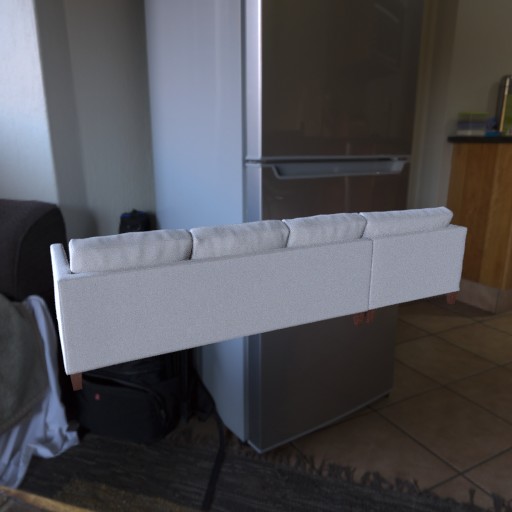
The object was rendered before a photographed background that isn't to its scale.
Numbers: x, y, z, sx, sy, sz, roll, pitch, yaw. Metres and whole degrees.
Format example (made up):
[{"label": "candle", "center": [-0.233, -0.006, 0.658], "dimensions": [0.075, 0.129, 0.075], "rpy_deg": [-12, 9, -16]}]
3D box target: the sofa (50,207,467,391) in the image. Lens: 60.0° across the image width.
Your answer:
[{"label": "sofa", "center": [0.000, 0.000, 3.794], "dimensions": [3.186, 0.861, 1.625], "rpy_deg": [-7, 17, -25]}]
